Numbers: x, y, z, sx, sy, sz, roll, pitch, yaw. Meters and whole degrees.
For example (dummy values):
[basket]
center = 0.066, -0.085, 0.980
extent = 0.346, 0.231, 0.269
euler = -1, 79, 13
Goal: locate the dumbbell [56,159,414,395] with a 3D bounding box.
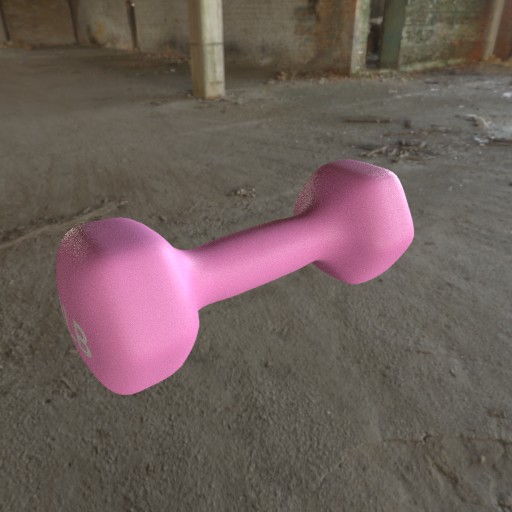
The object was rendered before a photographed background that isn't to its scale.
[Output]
[dumbbell]
center = 0.000, 0.000, 0.193
extent = 0.159, 0.058, 0.064
euler = -20, 34, -32
